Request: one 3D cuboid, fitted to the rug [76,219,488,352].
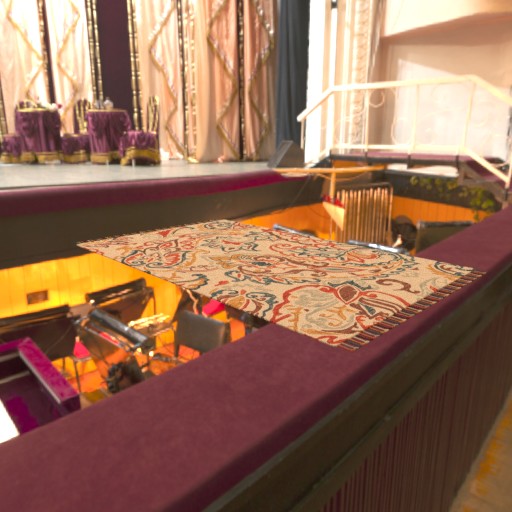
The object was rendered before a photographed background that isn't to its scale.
[{"bbox_3d":[0.000,0.000,3.132,1.523,0.010,2.584,-15,21,-43],"label":"rug"}]
